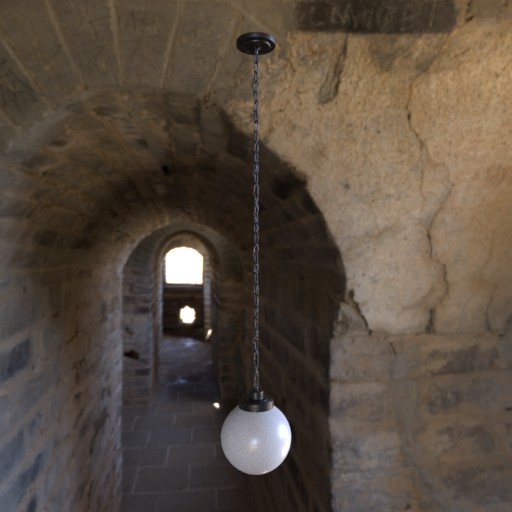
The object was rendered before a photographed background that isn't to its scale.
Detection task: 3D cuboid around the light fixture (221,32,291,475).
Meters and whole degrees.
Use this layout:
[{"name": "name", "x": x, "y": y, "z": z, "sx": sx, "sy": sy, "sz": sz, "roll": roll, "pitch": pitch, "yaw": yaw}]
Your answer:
[{"name": "light fixture", "x": 0.000, "y": 0.000, "z": 1.929, "sx": 0.304, "sy": 1.867, "sz": 0.305, "roll": 0, "pitch": 0, "yaw": 37}]
